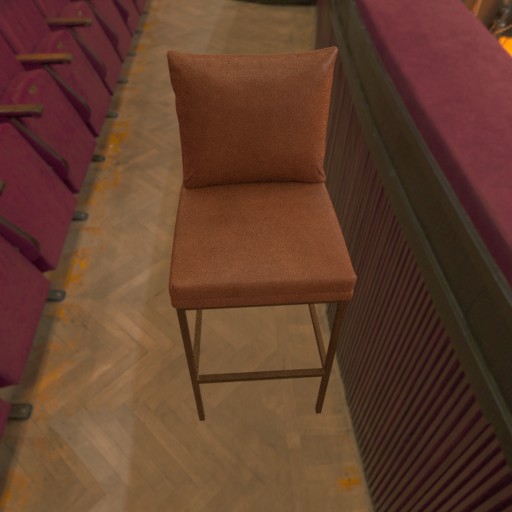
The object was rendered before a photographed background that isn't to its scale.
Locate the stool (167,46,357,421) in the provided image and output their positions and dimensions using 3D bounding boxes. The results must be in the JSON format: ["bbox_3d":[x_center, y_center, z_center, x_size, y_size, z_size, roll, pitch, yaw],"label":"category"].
[{"bbox_3d":[0.000,0.000,1.399,0.463,1.124,0.571,-3,46,-3],"label":"stool"}]
